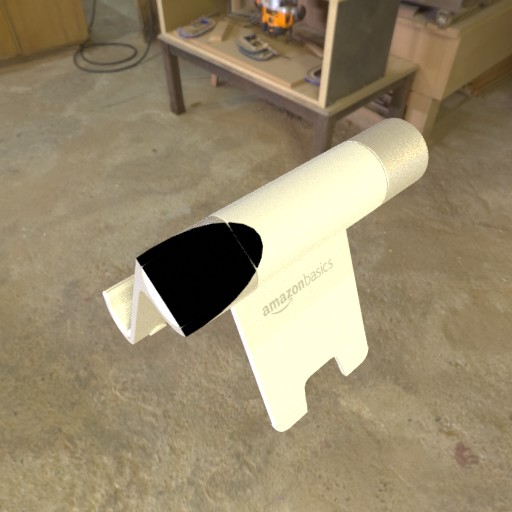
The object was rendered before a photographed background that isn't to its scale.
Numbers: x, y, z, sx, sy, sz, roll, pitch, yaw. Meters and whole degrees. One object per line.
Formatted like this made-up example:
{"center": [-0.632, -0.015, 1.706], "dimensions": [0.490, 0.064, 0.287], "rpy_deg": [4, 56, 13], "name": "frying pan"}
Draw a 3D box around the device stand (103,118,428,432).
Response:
{"center": [0.000, 0.000, 0.150], "dimensions": [0.086, 0.084, 0.079], "rpy_deg": [-33, 55, -27], "name": "device stand"}
